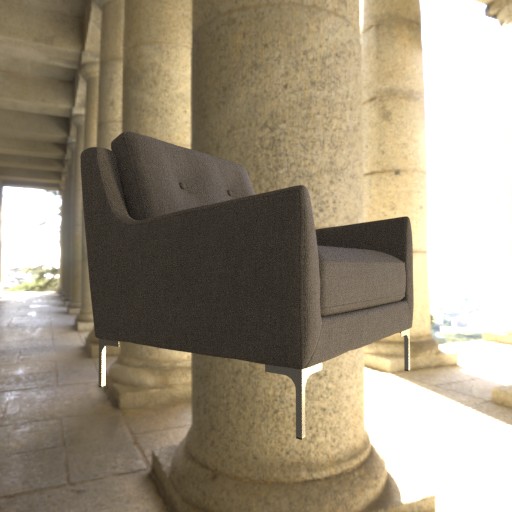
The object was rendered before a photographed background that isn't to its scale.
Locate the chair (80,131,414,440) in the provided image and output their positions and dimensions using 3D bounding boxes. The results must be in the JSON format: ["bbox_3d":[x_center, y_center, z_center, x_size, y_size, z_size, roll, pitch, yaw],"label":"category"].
[{"bbox_3d":[0.000,0.000,1.533,0.849,0.828,0.847,-1,-2,35],"label":"chair"}]
